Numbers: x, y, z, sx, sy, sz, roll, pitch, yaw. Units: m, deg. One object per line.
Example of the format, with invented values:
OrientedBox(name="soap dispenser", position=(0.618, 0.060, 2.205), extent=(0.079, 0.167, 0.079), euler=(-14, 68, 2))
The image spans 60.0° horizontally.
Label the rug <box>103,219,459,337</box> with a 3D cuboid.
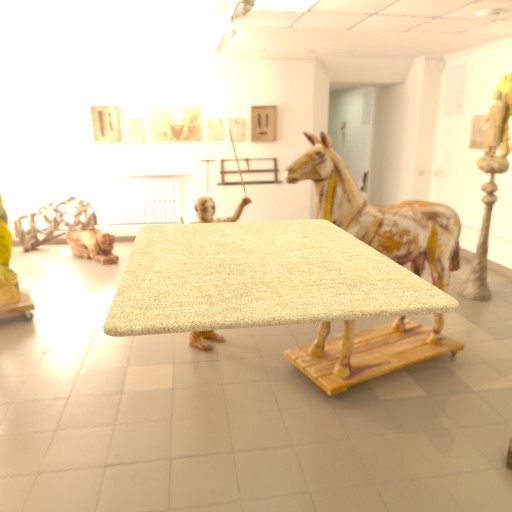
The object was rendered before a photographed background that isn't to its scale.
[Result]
OrientedBox(name="rug", position=(0.000, 0.000, 3.566), extent=(2.009, 0.048, 2.528), euler=(-3, 16, -9))
